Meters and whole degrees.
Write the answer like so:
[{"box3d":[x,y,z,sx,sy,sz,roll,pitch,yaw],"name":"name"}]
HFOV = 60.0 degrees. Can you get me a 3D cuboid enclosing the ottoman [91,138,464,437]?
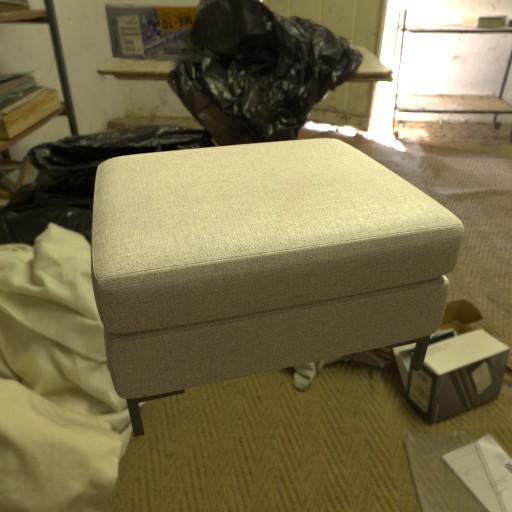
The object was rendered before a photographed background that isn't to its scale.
[{"box3d":[0.000,0.000,1.239,0.820,0.490,0.671,-9,32,-14],"name":"ottoman"}]
